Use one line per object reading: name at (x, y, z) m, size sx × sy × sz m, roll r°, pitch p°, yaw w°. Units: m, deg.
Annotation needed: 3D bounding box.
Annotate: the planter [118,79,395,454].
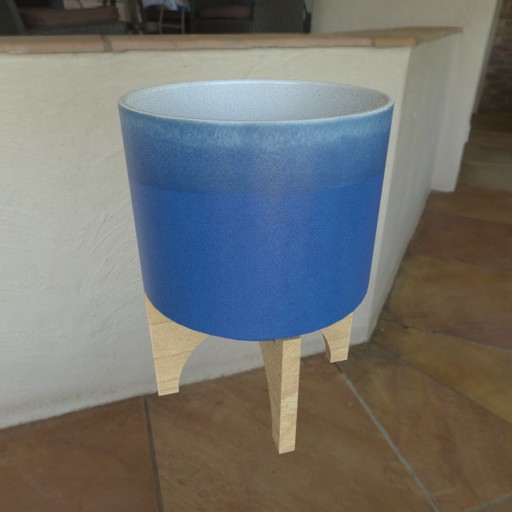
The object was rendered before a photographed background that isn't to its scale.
planter at (0.000, 0.000, 0.380) m, size 0.192 × 0.263 × 0.192 m, roll 0°, pitch 28°, yaw 0°
